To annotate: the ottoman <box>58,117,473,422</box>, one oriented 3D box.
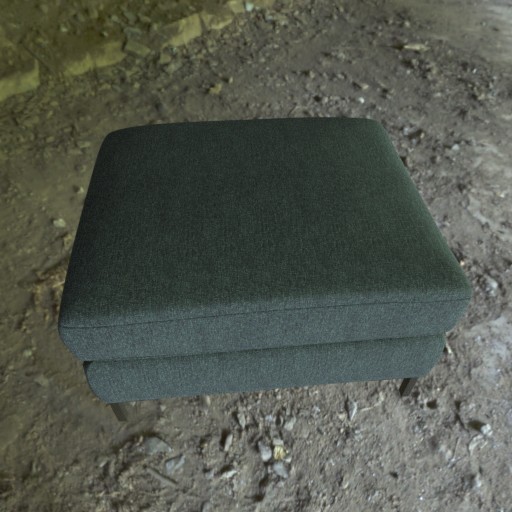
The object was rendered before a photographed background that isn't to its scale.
[{"bbox_3d":[0.000,0.000,1.233,0.831,0.533,0.695,-4,47,-4],"label":"ottoman"}]
